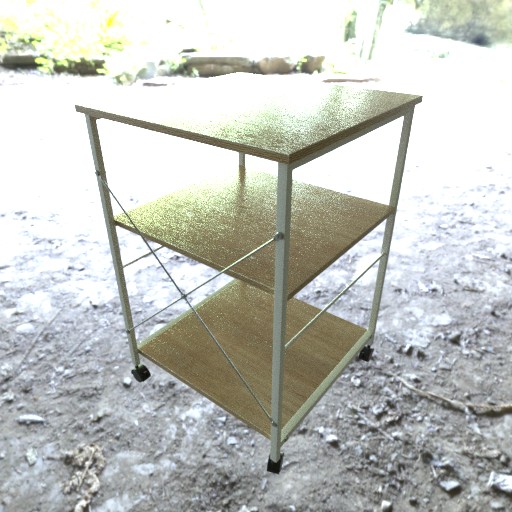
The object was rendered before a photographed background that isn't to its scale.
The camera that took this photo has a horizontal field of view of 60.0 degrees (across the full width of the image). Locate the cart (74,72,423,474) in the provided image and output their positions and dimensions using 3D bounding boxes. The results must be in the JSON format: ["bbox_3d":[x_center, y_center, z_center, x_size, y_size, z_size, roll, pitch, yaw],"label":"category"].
[{"bbox_3d":[0.000,0.000,1.122,0.521,0.762,0.520,22,37,32],"label":"cart"}]
